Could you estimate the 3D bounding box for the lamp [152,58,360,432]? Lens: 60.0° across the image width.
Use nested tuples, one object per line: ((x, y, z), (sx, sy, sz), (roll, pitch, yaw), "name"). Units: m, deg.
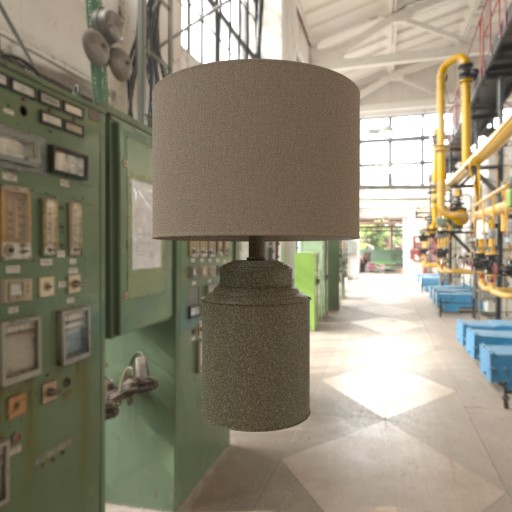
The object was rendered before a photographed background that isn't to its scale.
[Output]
((0.000, 0.000, 0.697), (0.318, 0.486, 0.318), (0, 1, 0), "lamp")
